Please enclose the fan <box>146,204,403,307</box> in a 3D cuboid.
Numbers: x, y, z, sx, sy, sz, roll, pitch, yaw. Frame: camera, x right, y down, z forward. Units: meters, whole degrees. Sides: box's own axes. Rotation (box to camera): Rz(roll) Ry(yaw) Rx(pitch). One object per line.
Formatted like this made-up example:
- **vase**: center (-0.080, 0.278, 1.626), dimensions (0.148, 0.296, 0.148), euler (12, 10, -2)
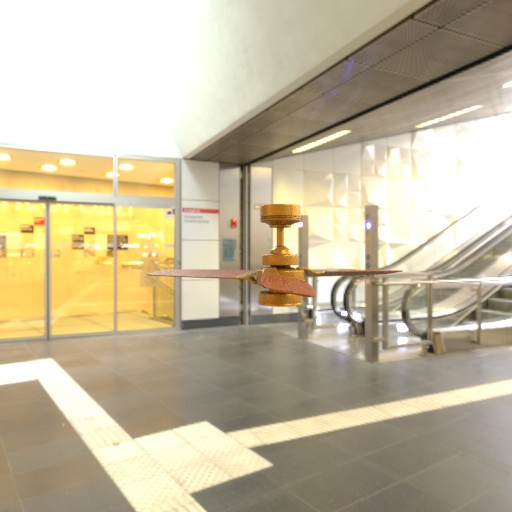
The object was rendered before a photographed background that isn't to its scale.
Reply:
- **fan**: center (0.000, 0.000, 2.004), dimensions (1.271, 0.425, 1.416), euler (0, 0, 35)
